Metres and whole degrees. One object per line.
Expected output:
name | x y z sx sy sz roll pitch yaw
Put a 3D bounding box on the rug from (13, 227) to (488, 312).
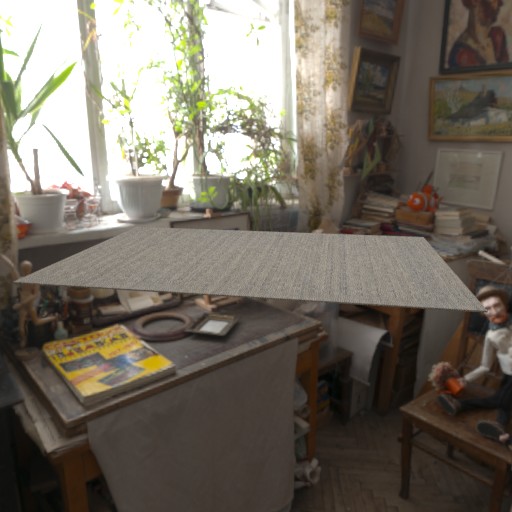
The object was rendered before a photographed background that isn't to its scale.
rug | 0.000 0.000 2.150 1.752 0.006 1.142 3 15 10
